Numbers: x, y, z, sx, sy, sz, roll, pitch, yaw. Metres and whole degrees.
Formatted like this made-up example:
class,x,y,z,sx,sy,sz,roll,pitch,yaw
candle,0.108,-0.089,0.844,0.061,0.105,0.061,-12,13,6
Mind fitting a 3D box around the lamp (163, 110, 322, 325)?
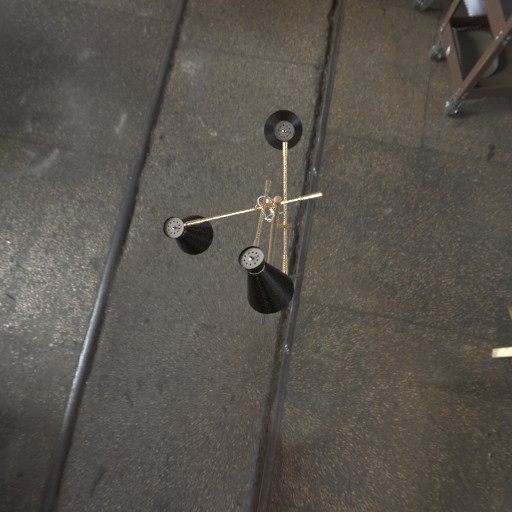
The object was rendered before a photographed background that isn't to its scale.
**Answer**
class,x,y,z,sx,sy,sz,roll,pitch,yaw
lamp,0.000,0.000,2.161,0.653,1.804,0.750,-22,76,-6
